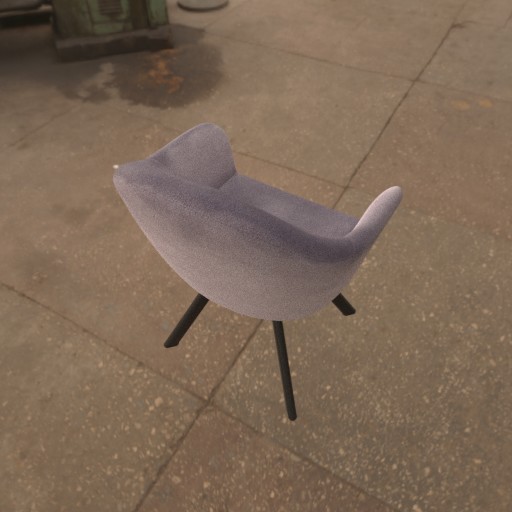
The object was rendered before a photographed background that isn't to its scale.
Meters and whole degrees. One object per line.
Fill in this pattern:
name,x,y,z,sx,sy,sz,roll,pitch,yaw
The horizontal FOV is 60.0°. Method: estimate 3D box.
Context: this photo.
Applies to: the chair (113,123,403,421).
chair,0.000,0.000,1.153,0.570,0.780,0.540,24,52,21
